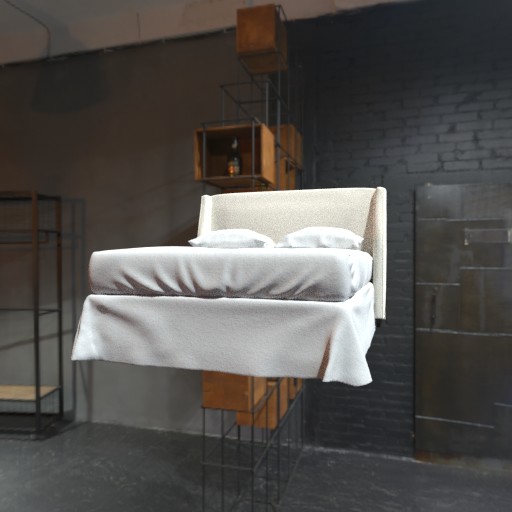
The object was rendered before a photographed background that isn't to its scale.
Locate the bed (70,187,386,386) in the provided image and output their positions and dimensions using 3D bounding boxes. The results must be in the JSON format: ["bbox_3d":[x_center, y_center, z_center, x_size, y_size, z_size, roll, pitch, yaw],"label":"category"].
[{"bbox_3d":[0.000,0.000,3.533,1.925,1.332,2.276,0,0,18],"label":"bed"}]
